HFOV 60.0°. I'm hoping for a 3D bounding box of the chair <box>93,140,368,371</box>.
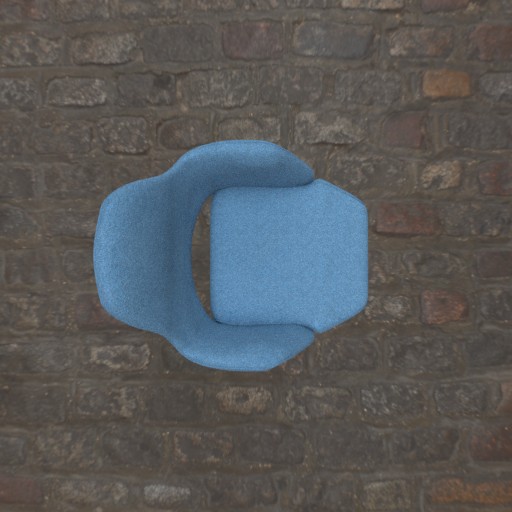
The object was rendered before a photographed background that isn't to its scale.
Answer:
[{"bbox_3d":[0.000,0.000,1.347,0.666,0.920,0.589,0,89,0],"label":"chair"}]
